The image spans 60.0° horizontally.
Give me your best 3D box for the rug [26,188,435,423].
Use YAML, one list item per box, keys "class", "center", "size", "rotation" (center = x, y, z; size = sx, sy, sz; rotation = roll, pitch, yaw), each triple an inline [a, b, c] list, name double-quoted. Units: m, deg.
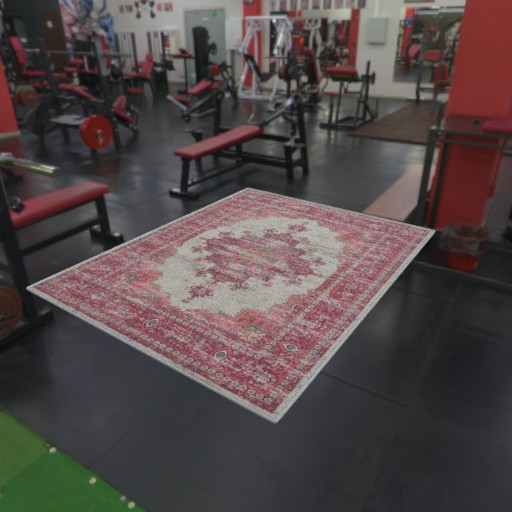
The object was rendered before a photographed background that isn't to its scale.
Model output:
- class: "rug"
  center: [0.000, 0.000, 4.153]
  size: [2.447, 0.017, 3.123]
  rotation: [18, 32, 31]
